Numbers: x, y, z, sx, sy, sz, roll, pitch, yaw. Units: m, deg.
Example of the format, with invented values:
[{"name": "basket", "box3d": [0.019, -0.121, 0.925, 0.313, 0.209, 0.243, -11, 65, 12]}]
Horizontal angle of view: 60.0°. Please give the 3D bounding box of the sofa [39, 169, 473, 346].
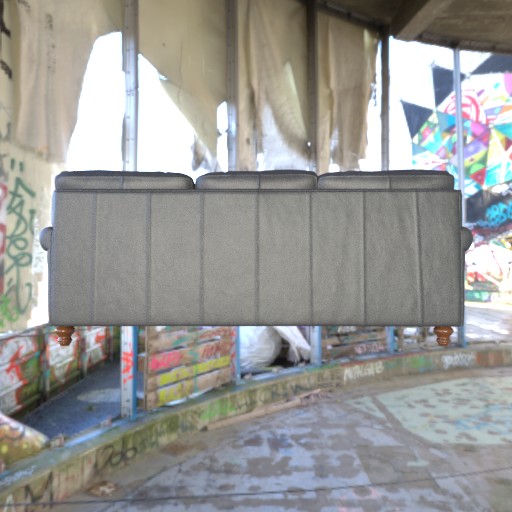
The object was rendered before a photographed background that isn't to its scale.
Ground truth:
[{"name": "sofa", "box3d": [0.000, 0.000, 2.790, 2.387, 0.977, 0.974, 0, -1, 0]}]
